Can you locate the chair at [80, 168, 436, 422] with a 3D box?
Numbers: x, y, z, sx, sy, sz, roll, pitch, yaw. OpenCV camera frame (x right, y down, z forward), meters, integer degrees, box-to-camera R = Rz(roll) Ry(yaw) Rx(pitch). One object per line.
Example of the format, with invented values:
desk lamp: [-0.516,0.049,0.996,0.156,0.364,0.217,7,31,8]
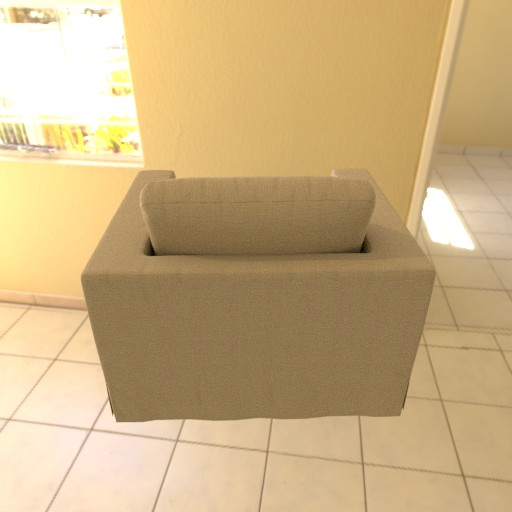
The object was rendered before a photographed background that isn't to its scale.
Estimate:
chair: [0.000,0.000,1.866,1.150,0.878,0.957,-1,31,-1]
